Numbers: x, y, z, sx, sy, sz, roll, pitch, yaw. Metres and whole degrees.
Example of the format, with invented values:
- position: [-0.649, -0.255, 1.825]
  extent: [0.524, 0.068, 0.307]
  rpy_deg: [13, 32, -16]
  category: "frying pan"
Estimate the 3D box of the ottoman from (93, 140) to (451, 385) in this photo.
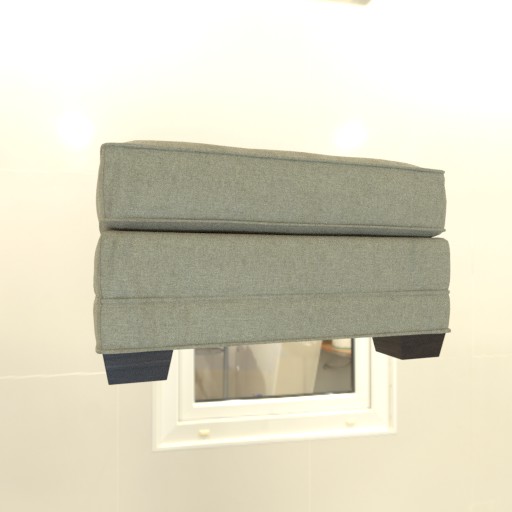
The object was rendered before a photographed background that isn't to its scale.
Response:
- position: [0.000, 0.000, 1.238]
  extent: [0.848, 0.508, 0.611]
  rpy_deg: [0, -1, -19]
  category: "ottoman"
